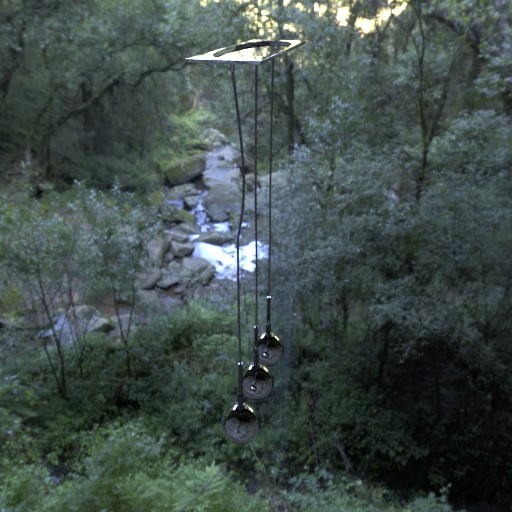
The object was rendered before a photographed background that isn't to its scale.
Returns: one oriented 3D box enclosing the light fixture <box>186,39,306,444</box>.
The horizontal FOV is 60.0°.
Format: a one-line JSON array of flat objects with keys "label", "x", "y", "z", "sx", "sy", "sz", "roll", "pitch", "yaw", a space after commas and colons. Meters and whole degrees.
[{"label": "light fixture", "x": 0.000, "y": 0.000, "z": 1.653, "sx": 0.188, "sy": 1.408, "sz": 0.623, "roll": 8, "pitch": 31, "yaw": 13}]
